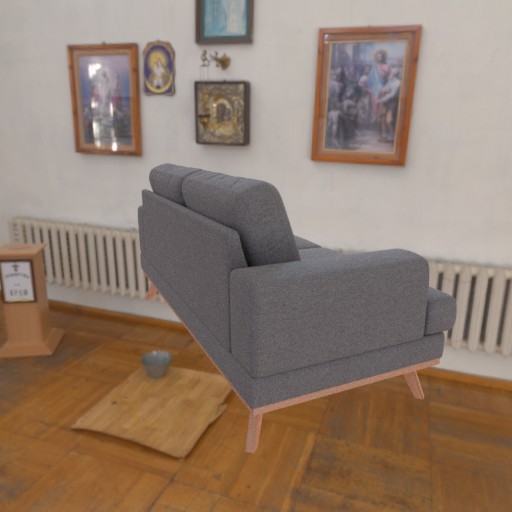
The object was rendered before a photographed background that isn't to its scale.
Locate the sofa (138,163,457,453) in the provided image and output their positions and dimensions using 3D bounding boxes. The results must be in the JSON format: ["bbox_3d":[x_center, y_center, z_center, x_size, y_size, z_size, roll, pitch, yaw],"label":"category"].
[{"bbox_3d":[0.000,0.000,2.069,0.785,0.810,1.650,-7,16,-24],"label":"sofa"}]
